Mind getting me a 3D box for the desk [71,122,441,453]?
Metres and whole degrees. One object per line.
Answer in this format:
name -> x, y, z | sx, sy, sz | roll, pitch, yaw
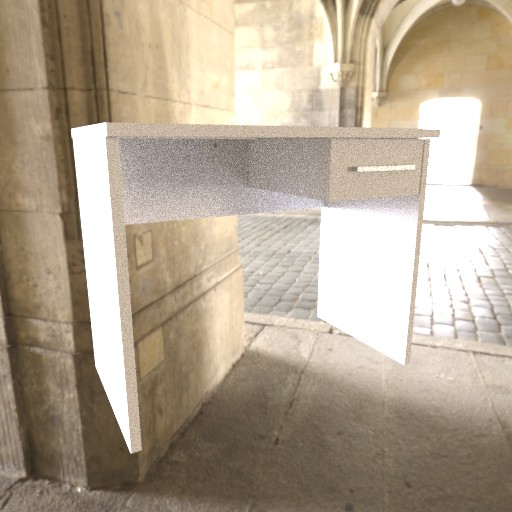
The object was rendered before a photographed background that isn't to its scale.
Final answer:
desk -> 0.000, 0.000, 1.323 | 0.900, 0.729, 0.498 | -8, 16, -28
